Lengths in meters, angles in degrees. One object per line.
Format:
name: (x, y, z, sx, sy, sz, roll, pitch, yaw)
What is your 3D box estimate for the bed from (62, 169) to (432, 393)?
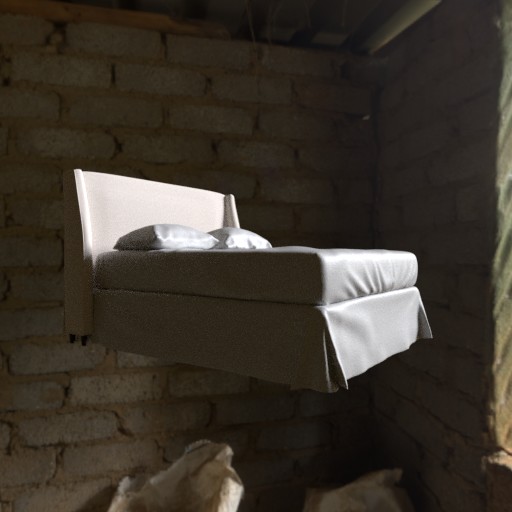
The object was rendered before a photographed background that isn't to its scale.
bed: (0.000, 0.000, 3.468, 2.276, 1.332, 1.925, 0, 1, 36)
